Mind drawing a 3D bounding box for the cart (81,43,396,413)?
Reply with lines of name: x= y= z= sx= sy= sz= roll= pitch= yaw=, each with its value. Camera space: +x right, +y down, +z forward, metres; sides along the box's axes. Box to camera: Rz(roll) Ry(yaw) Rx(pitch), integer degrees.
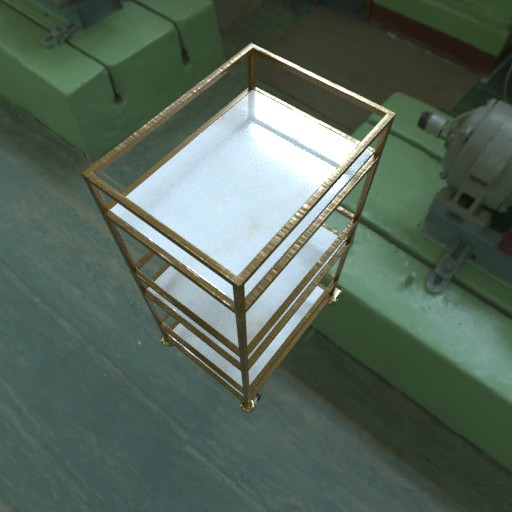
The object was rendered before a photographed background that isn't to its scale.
cart: x=0.000 y=0.000 z=1.029 sx=0.332 sy=0.761 sz=0.483 roll=34 pitch=65 yaw=19
